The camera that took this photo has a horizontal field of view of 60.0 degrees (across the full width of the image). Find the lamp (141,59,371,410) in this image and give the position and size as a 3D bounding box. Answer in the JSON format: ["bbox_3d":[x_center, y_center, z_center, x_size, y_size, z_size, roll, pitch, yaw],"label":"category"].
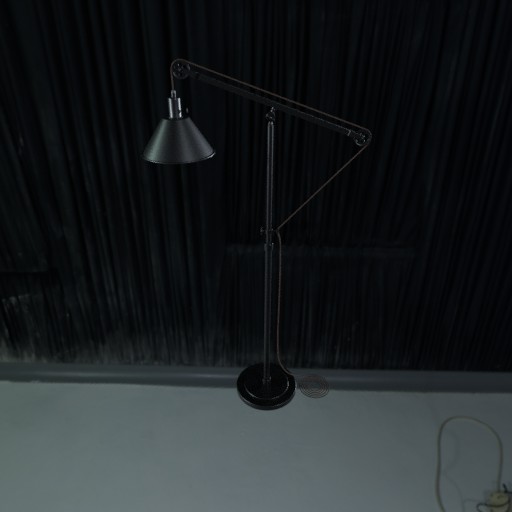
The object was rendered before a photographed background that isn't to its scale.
[{"bbox_3d":[0.000,0.000,1.992,0.904,1.626,0.319,0,29,-1],"label":"lamp"}]
